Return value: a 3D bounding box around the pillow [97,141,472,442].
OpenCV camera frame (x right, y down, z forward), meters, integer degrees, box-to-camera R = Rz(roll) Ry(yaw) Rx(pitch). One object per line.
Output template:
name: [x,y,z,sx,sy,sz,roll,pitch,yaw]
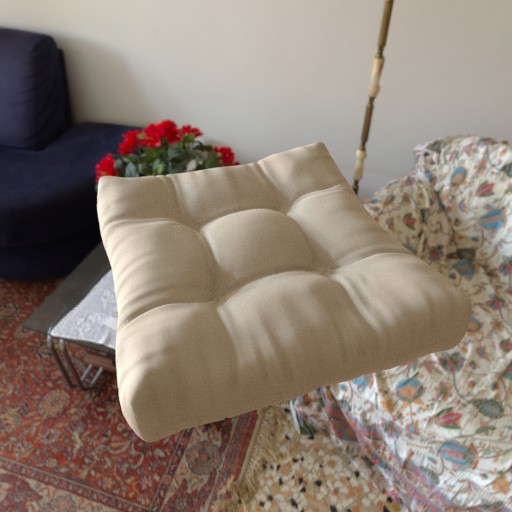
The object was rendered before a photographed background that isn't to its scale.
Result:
pillow: [0.000,0.000,0.715,0.468,0.128,0.490,-13,42,-14]
